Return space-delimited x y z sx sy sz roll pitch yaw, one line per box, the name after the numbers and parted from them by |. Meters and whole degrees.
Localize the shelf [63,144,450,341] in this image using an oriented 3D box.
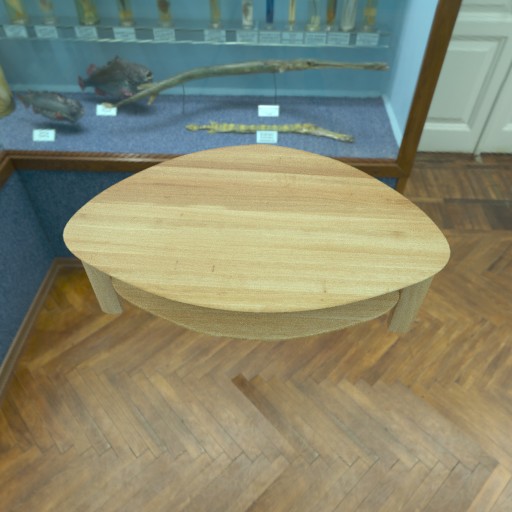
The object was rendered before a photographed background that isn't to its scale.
0.000 0.000 1.676 1.246 0.440 0.845 3 46 3 | shelf
